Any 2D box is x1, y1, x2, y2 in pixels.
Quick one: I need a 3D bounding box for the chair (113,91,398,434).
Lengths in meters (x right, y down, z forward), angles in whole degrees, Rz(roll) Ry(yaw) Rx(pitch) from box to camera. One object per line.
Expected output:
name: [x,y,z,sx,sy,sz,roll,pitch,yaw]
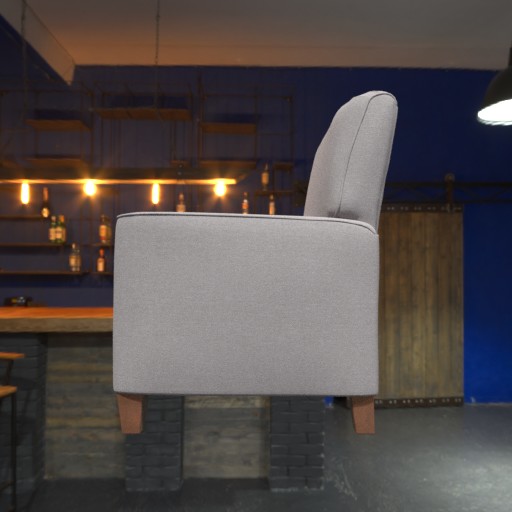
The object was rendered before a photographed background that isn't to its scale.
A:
chair: [0.000,0.000,1.641,0.859,1.023,0.845,0,-1,0]
